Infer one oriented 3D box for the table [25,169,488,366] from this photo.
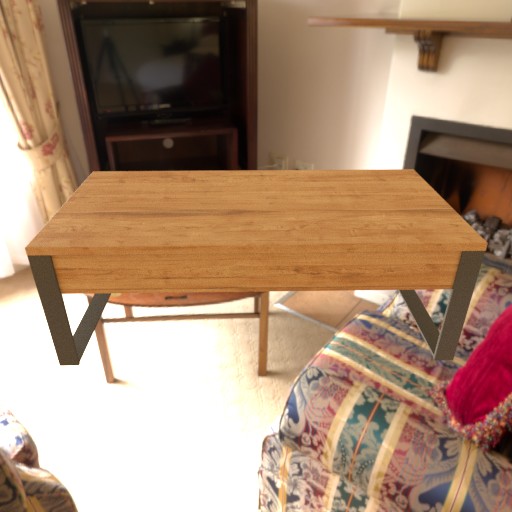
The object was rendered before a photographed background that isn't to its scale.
[{"bbox_3d":[0.000,0.000,1.483,1.180,0.400,0.590,-1,30,-1],"label":"table"}]
